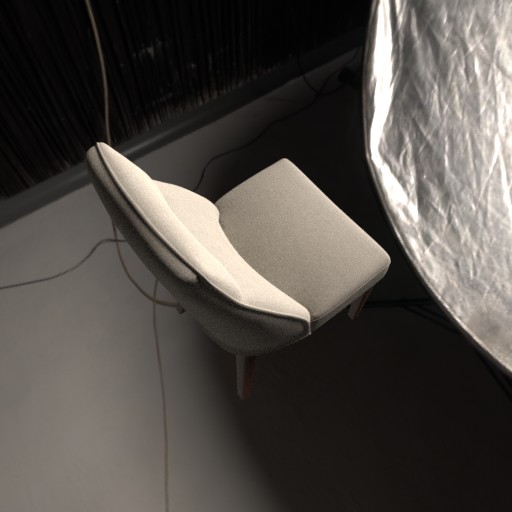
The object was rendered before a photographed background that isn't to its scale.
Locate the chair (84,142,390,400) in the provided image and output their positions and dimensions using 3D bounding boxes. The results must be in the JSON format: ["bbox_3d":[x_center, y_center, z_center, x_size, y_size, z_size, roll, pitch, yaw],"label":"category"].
[{"bbox_3d":[0.000,0.000,1.261,0.620,0.930,0.500,-33,65,-18],"label":"chair"}]
